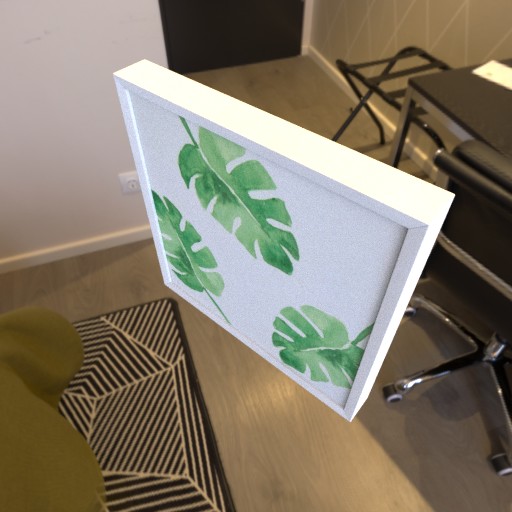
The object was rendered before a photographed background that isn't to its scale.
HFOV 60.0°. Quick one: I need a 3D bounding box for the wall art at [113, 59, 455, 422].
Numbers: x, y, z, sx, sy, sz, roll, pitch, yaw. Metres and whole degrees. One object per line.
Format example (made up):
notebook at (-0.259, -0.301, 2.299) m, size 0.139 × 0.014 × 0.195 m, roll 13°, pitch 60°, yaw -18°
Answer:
wall art at (0.000, 0.000, 0.456) m, size 0.305 × 0.305 × 0.038 m, roll 32°, pitch 55°, yaw 25°
